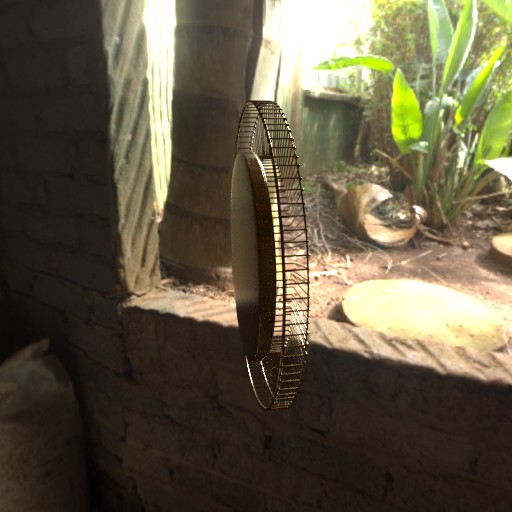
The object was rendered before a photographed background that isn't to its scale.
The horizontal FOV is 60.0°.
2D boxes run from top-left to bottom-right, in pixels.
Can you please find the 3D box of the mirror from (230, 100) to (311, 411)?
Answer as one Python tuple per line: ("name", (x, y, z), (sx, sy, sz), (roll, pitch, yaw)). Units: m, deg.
("mirror", (0.000, 0.000, 1.060), (0.067, 0.703, 0.703), (-3, 17, -9))
